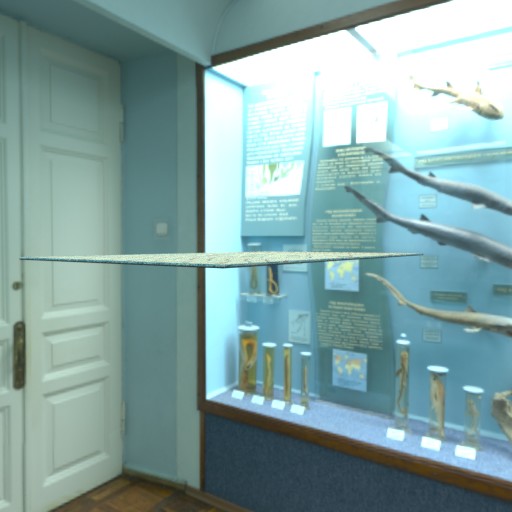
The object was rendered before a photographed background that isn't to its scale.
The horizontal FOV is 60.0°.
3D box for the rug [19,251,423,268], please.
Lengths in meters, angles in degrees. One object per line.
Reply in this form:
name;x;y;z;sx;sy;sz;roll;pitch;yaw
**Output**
rug;0.000;0.000;3.022;1.524;0.015;2.438;1;2;37
